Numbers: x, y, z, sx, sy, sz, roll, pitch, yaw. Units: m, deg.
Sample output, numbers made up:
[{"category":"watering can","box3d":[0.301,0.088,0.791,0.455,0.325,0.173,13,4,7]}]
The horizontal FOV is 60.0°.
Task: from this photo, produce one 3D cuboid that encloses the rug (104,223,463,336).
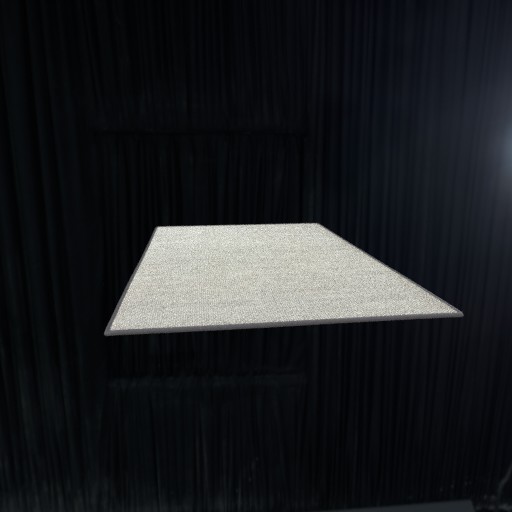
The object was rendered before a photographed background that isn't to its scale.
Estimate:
[{"category":"rug","box3d":[0.000,0.000,2.087,1.067,0.013,1.676,-2,14,-7]}]
